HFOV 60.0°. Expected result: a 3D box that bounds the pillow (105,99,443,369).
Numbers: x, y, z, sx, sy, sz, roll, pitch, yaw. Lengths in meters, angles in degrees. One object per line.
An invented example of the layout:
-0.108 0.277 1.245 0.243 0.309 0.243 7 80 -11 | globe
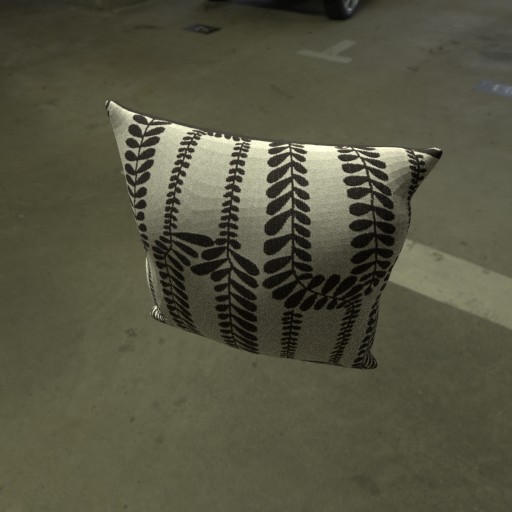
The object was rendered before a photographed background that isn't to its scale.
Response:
0.000 0.000 0.683 0.440 0.441 0.182 11 43 13 | pillow
